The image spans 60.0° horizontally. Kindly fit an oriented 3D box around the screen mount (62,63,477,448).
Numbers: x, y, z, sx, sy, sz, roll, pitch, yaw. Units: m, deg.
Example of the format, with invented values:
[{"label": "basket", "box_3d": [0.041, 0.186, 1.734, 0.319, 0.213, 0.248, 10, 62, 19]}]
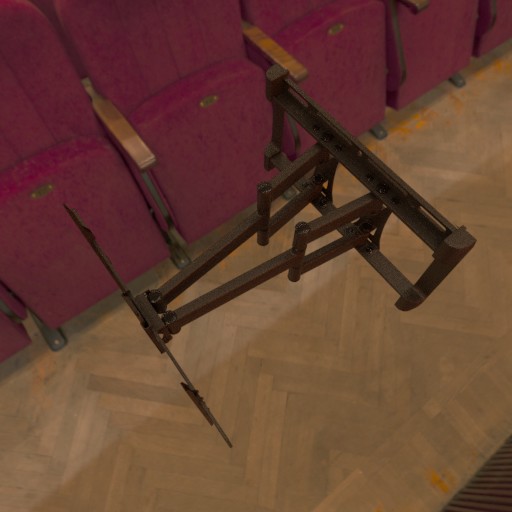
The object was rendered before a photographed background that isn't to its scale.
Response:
[{"label": "screen mount", "box_3d": [0.000, 0.000, 1.117, 0.644, 0.491, 0.661, -34, 68, -16]}]
